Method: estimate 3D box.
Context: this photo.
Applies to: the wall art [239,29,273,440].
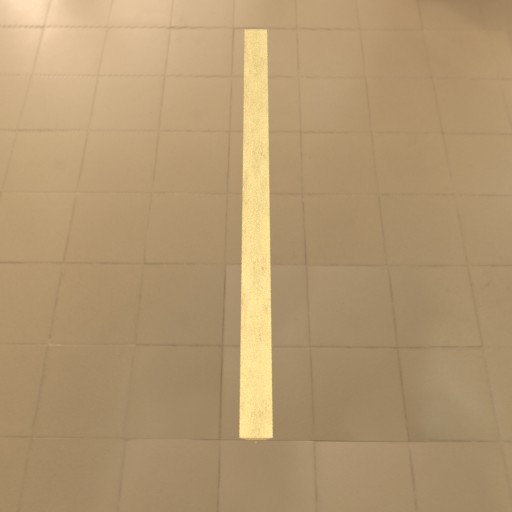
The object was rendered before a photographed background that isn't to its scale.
[{"bbox_3d":[0.000,0.000,0.696,0.032,0.380,0.532,0,67,0],"label":"wall art"}]
